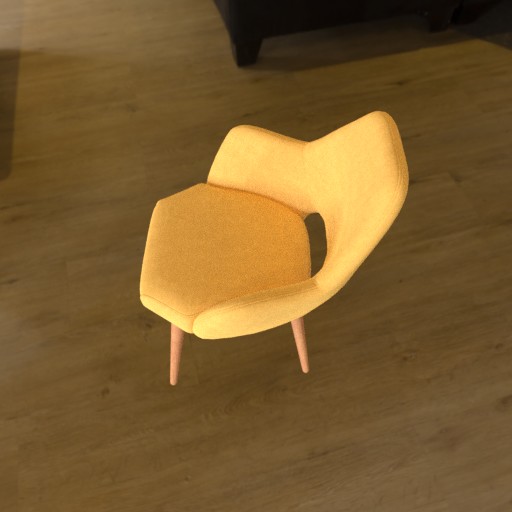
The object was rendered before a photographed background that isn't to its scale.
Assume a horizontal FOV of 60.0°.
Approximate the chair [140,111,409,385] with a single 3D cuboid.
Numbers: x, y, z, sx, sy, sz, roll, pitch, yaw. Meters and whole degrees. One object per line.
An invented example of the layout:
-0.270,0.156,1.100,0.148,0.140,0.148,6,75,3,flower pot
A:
0.000,0.000,1.253,0.610,0.840,0.590,0,56,0,chair
